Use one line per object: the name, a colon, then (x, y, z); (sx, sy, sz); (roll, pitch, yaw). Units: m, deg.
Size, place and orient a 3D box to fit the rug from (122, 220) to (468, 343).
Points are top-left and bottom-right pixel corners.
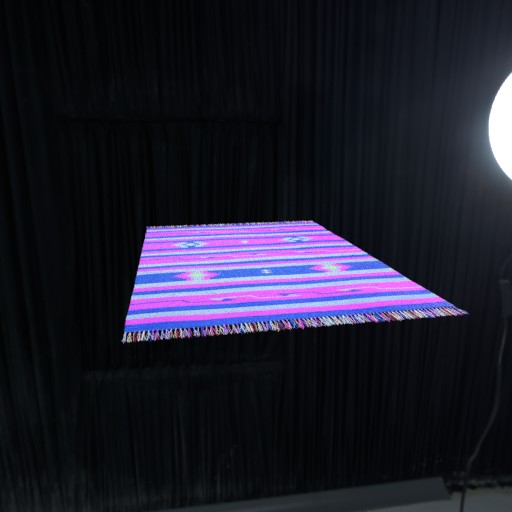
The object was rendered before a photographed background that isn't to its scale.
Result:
rug: (0.000, 0.000, 2.985); (1.539, 0.013, 2.350); (-3, 16, -10)
